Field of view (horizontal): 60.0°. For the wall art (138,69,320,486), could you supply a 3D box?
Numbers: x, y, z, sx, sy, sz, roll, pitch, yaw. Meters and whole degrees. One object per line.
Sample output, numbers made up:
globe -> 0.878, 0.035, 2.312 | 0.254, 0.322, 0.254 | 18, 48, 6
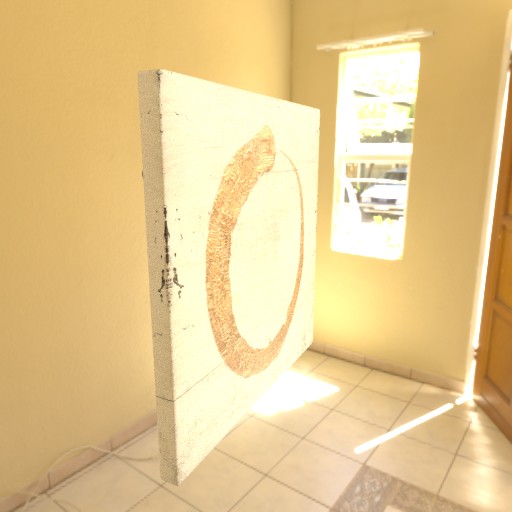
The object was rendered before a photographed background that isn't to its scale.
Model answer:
wall art -> 0.000, 0.000, 0.893 | 0.040, 0.611, 0.610 | 7, 15, 26
